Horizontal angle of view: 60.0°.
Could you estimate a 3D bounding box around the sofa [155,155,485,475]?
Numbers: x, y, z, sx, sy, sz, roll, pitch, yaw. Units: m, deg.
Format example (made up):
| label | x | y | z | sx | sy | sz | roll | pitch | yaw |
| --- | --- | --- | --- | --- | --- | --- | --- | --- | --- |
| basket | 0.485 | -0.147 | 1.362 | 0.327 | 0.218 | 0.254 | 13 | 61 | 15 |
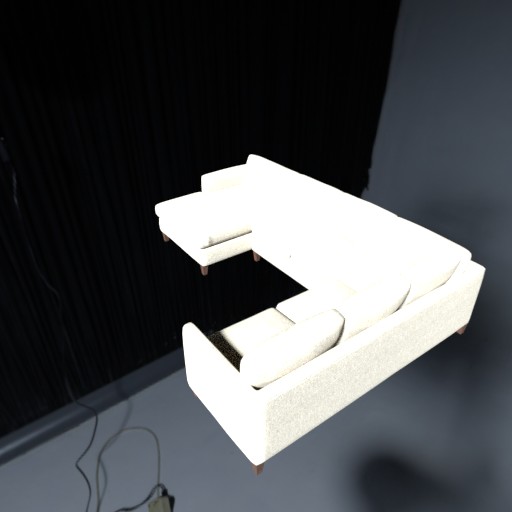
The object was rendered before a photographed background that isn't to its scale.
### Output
| label | x | y | z | sx | sy | sz | roll | pitch | yaw |
| --- | --- | --- | --- | --- | --- | --- | --- | --- | --- |
| sofa | 0.000 | 0.000 | 4.570 | 2.593 | 0.959 | 3.460 | -21 | 37 | -30 |
